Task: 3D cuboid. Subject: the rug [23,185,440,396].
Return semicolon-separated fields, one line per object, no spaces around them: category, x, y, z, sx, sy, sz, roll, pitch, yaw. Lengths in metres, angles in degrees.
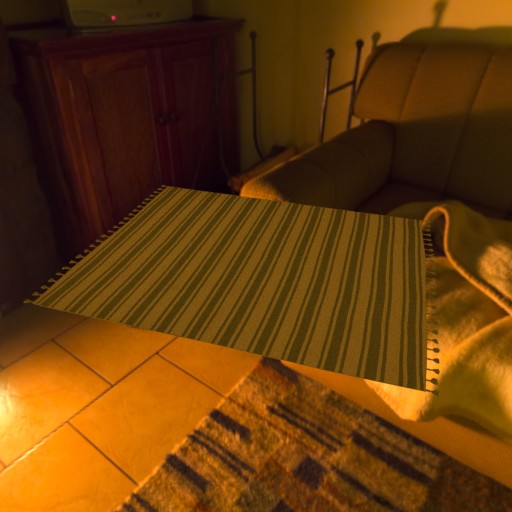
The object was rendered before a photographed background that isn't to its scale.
rug;0.000;0.000;4.150;3.201;0.005;2.439;10;34;14
